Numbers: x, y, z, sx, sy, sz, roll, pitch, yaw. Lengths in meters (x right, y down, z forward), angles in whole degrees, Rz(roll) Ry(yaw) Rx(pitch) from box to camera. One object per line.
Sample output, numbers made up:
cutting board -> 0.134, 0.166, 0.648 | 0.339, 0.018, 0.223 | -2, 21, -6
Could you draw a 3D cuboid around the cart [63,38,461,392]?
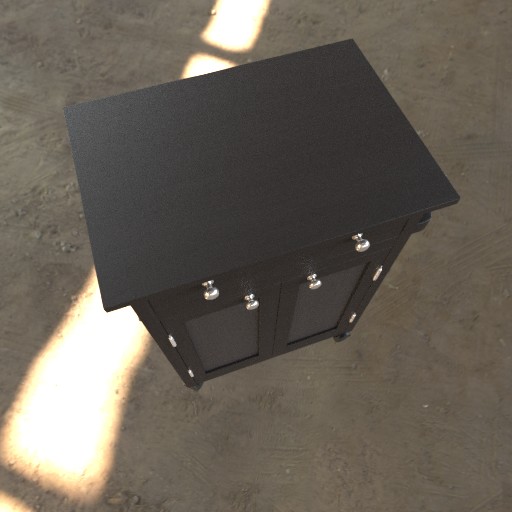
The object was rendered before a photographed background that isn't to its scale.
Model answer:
cart -> 0.000, 0.000, 1.227 | 0.660, 0.879, 0.456 | -17, 64, -9
